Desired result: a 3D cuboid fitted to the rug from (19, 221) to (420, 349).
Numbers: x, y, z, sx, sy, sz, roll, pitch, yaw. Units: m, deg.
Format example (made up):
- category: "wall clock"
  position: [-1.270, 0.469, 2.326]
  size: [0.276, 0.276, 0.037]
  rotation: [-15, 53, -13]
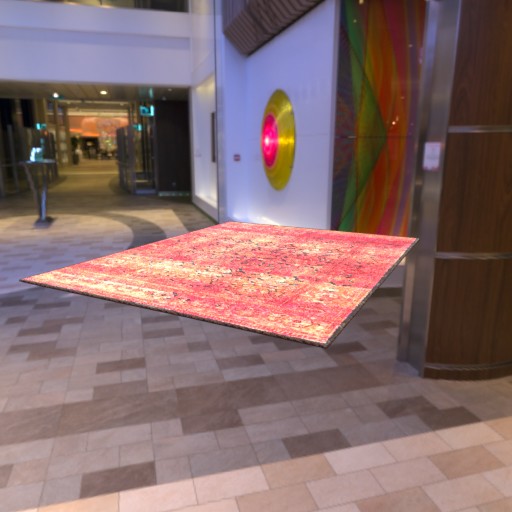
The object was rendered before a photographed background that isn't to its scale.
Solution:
- category: "rug"
  position: [0.000, 0.000, 4.045]
  size: [2.411, 0.020, 3.032]
  rotation: [7, 16, 27]
